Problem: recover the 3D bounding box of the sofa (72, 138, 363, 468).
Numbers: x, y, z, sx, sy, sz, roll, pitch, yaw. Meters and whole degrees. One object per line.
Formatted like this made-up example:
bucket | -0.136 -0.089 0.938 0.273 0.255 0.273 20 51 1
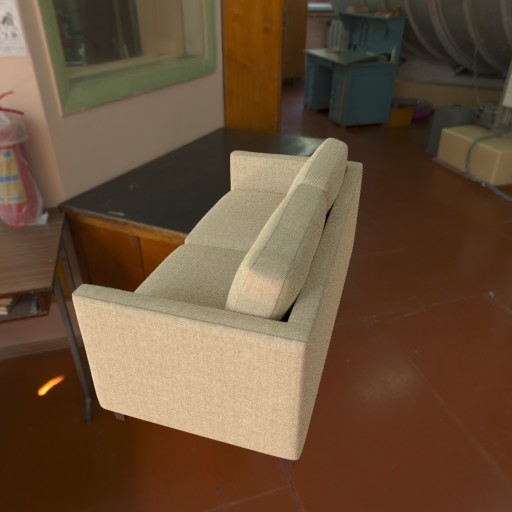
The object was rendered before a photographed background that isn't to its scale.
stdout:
sofa | 0.000 0.000 2.460 0.950 0.963 1.884 9 32 15
